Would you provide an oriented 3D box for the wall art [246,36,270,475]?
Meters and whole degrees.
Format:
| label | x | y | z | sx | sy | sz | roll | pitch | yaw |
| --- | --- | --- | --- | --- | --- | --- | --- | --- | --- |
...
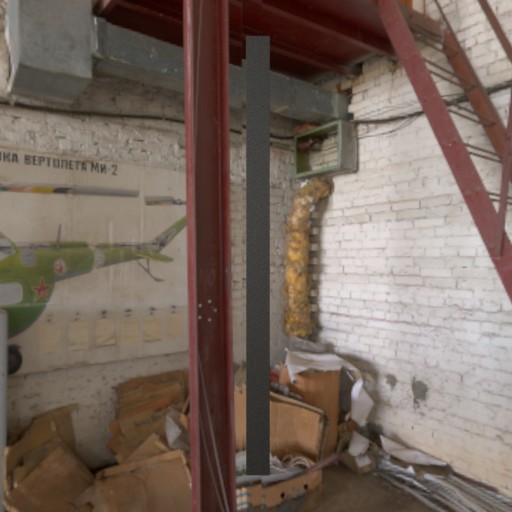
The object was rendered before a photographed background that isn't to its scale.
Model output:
| label | x | y | z | sx | sy | sz | roll | pitch | yaw |
| --- | --- | --- | --- | --- | --- | --- | --- | --- | --- |
| wall art | 0.000 | 0.000 | 0.771 | 0.028 | 0.511 | 0.513 | 0 | 0 | -1 |
